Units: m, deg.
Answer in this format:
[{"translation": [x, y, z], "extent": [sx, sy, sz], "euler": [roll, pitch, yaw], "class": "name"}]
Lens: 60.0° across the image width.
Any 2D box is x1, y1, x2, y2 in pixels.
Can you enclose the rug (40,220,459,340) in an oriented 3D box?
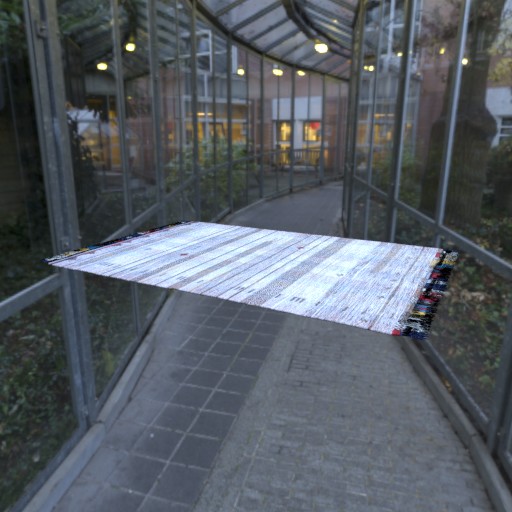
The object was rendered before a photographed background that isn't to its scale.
[{"translation": [0.000, 0.000, 2.281], "extent": [1.848, 0.012, 1.217], "euler": [8, 18, 27], "class": "rug"}]
